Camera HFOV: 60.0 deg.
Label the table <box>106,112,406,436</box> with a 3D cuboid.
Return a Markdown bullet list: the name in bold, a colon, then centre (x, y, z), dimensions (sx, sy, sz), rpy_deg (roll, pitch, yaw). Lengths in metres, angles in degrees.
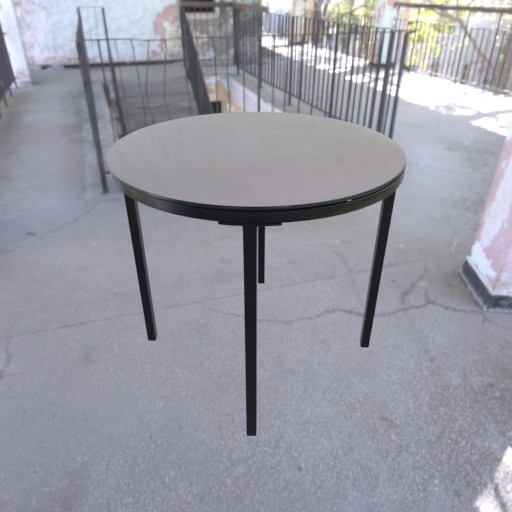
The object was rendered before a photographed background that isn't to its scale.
- **table**: centre (0.000, 0.000, 0.879), dimensions (0.499, 0.443, 0.499), rpy_deg (0, 31, 0)
